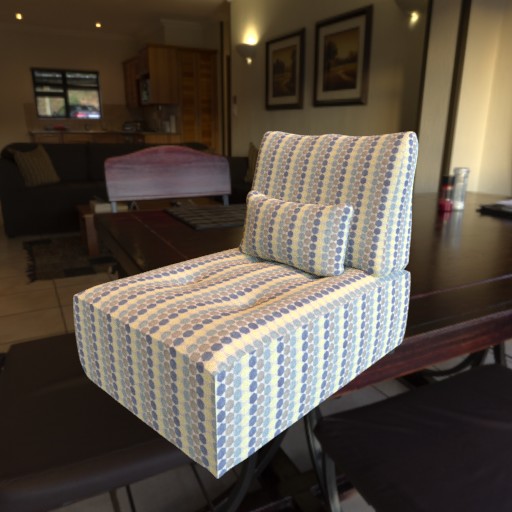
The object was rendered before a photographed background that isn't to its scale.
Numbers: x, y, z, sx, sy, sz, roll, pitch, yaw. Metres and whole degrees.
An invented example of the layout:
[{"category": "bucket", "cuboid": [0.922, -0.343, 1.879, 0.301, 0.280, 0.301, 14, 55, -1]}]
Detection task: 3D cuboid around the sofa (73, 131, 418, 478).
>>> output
[{"category": "sofa", "cuboid": [0.000, 0.000, 1.521, 0.700, 0.820, 1.000, 15, 22, 41]}]
